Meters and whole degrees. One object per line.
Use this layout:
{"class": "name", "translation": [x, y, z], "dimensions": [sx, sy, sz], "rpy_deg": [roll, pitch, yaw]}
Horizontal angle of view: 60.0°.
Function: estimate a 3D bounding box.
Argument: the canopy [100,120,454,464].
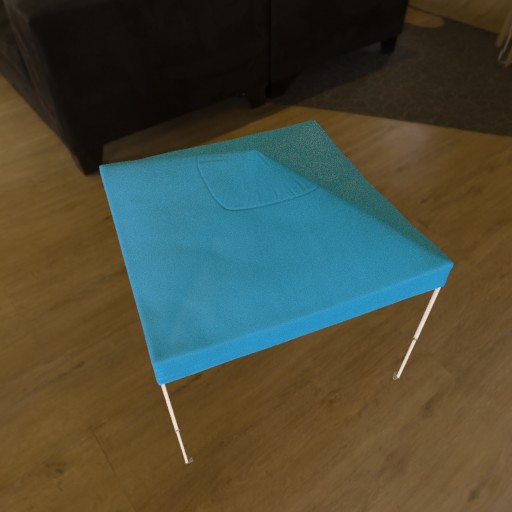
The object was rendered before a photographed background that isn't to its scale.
{"class": "canopy", "translation": [0.000, 0.000, 5.424], "dimensions": [2.998, 2.997, 2.996], "rpy_deg": [-16, 48, -15]}
